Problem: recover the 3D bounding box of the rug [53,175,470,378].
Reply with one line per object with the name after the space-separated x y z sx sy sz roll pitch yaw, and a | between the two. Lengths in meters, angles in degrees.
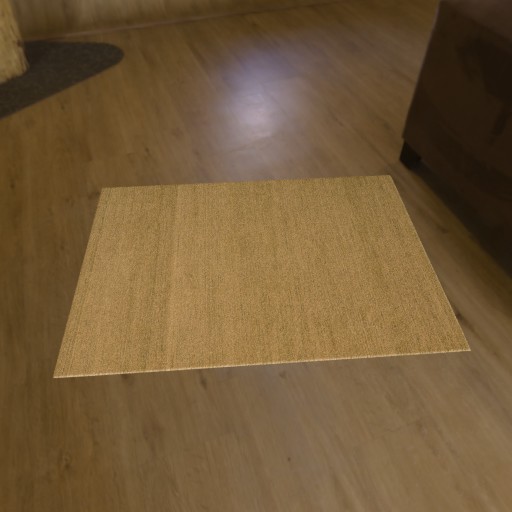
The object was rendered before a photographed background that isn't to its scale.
0.000 0.000 5.100 3.935 0.025 2.782 -3 47 -3 | rug
